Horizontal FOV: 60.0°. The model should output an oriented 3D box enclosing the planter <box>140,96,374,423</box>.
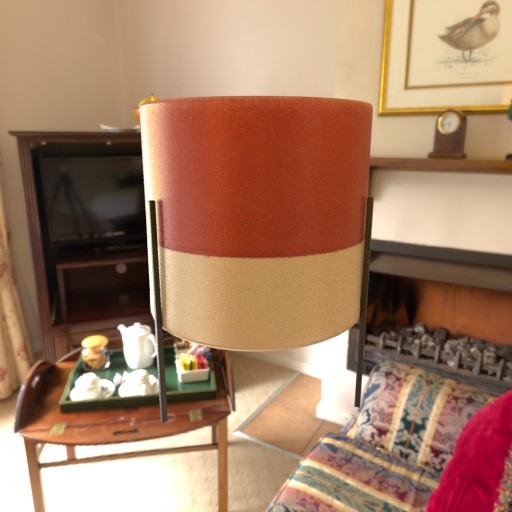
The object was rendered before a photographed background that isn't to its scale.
[{"bbox_3d":[0.000,0.000,0.729,0.345,0.465,0.354,-2,14,-7],"label":"planter"}]
